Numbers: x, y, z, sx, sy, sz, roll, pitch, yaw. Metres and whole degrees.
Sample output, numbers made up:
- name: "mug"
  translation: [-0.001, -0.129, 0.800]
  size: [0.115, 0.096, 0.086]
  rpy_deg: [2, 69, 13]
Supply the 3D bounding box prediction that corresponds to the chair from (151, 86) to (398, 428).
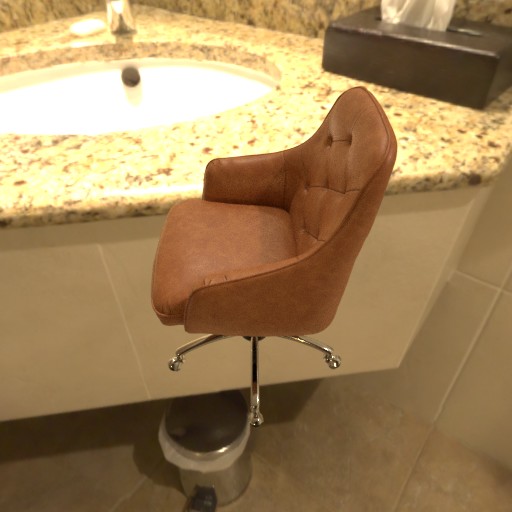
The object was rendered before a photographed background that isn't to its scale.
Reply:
- name: "chair"
  translation: [0.000, 0.000, 1.326]
  size: [0.615, 0.909, 0.628]
  rpy_deg: [0, 41, -1]
